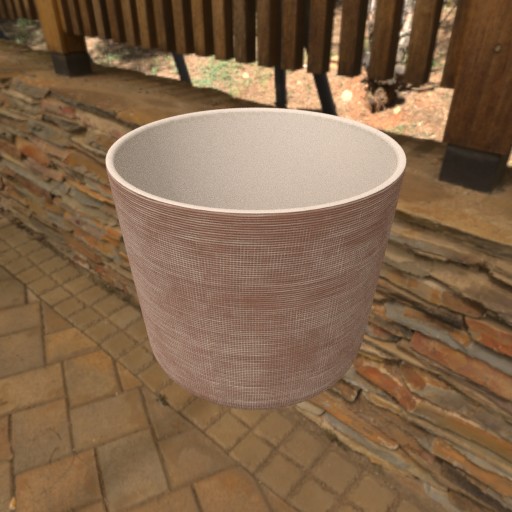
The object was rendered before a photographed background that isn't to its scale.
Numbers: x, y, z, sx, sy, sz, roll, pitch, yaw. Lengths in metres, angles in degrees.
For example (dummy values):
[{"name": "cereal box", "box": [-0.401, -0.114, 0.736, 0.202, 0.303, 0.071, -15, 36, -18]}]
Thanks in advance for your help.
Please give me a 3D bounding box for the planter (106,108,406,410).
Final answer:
[{"name": "planter", "box": [0.000, 0.000, 0.780, 0.440, 0.398, 0.440, 0, 33, 0]}]
